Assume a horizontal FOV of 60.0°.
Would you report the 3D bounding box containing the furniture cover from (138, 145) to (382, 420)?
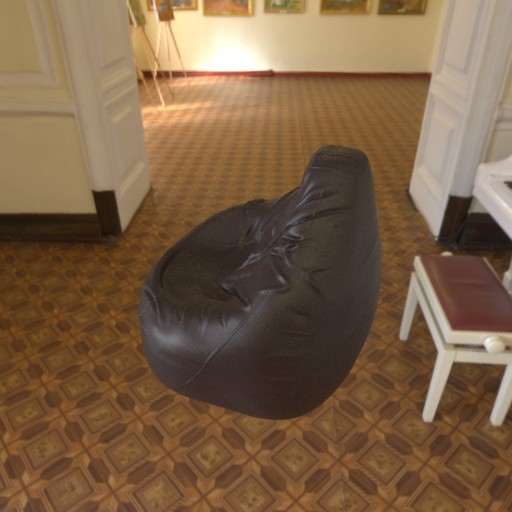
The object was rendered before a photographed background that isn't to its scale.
[{"bbox_3d":[0.000,0.000,1.927,1.070,0.990,1.070,9,33,13],"label":"furniture cover"}]
